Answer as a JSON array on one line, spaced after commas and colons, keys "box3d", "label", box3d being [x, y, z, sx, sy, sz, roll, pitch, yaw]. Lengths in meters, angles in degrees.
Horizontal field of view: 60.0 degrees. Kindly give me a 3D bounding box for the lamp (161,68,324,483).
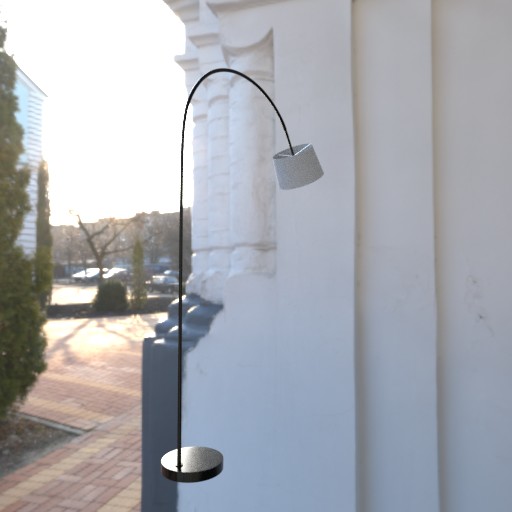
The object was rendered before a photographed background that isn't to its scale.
[{"box3d": [0.000, 0.000, 2.632, 0.331, 2.104, 1.363, -1, -3, 35], "label": "lamp"}]
